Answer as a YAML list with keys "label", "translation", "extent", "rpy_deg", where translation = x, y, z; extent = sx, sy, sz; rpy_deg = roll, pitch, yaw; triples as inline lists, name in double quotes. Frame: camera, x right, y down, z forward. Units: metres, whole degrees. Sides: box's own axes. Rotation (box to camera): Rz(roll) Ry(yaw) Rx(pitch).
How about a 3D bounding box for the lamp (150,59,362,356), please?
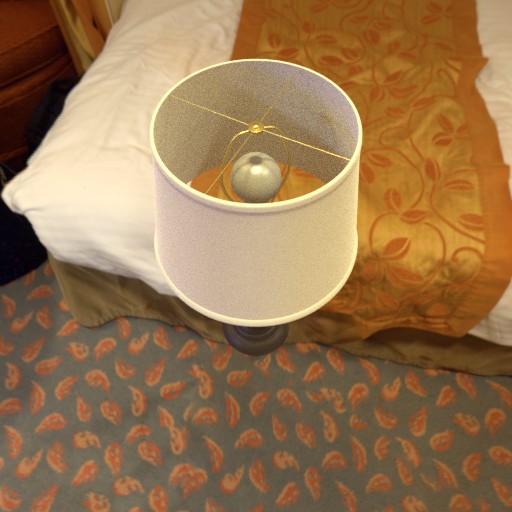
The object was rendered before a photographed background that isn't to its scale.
- label: "lamp"
  translation: [0.000, 0.000, 0.798]
  extent: [0.335, 0.611, 0.335]
  rpy_deg: [0, 58, 0]
